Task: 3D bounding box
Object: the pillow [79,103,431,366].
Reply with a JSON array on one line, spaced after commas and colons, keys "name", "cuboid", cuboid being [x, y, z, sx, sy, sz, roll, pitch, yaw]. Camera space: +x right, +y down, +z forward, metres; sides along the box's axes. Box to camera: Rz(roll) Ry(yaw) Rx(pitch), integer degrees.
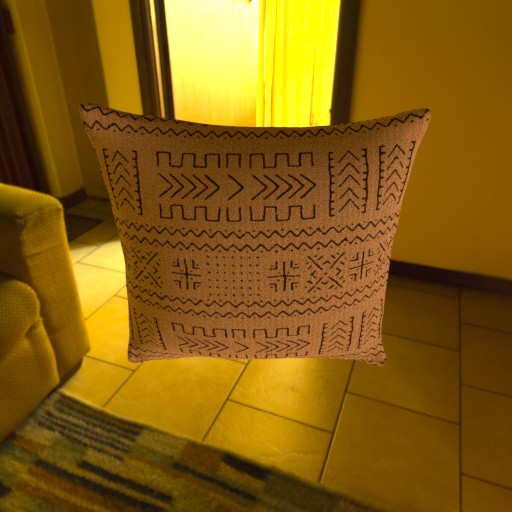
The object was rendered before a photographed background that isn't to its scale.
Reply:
[{"name": "pillow", "cuboid": [0.000, 0.000, 0.648, 0.438, 0.430, 0.164, 1, 30, 1]}]
